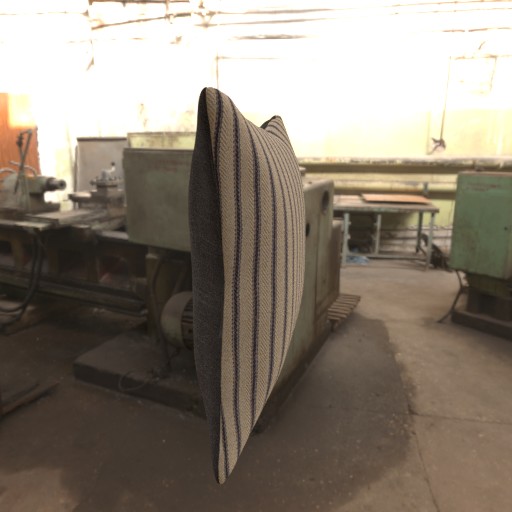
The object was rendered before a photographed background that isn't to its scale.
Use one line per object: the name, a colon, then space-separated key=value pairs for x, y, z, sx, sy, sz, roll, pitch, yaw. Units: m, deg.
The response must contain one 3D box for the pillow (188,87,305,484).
pillow: x=0.000 y=0.000 z=0.683 sx=0.138 sy=0.444 sz=0.468 roll=3 pitch=14 yaw=11
